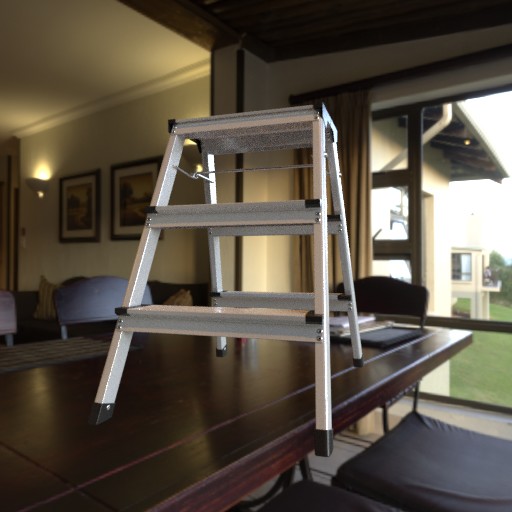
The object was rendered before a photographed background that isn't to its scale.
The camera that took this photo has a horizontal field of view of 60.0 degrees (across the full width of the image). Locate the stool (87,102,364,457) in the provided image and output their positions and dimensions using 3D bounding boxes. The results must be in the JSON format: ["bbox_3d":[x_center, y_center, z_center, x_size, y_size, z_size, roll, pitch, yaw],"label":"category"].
[{"bbox_3d":[0.000,0.000,1.022,0.437,0.605,0.622,0,-1,18],"label":"stool"}]
